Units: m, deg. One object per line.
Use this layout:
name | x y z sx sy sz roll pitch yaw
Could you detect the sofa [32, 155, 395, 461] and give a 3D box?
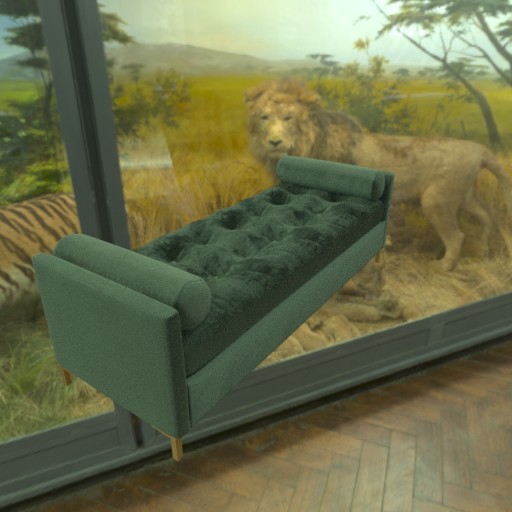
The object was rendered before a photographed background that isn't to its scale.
sofa | 0.000 0.000 2.472 0.796 0.705 2.102 17 31 31
